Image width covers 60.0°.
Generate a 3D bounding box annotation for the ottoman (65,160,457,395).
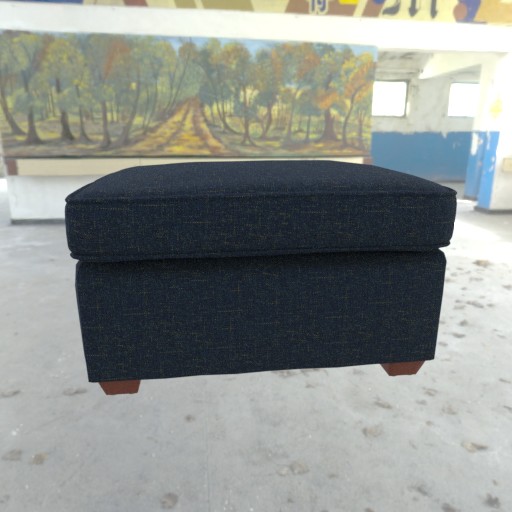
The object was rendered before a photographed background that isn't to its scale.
[{"bbox_3d":[0.000,0.000,1.084,0.749,0.450,0.549,-2,16,-7],"label":"ottoman"}]
